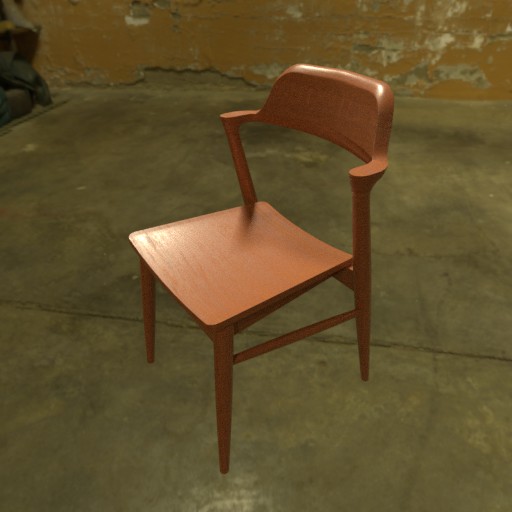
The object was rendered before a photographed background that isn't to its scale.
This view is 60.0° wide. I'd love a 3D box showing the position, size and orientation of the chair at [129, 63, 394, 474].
[{"bbox_3d":[0.000,0.000,1.086,0.499,0.801,0.496,-21,38,-29],"label":"chair"}]
